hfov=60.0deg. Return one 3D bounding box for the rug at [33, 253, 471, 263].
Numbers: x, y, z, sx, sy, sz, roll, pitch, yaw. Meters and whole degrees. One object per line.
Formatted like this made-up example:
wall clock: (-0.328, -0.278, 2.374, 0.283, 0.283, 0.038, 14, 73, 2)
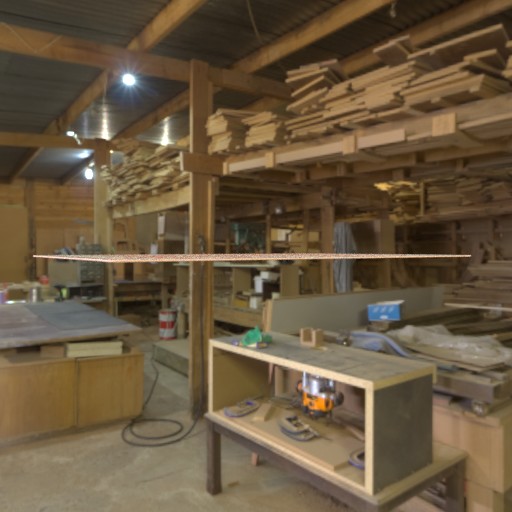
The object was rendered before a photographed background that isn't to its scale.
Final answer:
rug: (0.000, 0.000, 2.215, 1.829, 0.009, 1.219, -1, 1, -36)
